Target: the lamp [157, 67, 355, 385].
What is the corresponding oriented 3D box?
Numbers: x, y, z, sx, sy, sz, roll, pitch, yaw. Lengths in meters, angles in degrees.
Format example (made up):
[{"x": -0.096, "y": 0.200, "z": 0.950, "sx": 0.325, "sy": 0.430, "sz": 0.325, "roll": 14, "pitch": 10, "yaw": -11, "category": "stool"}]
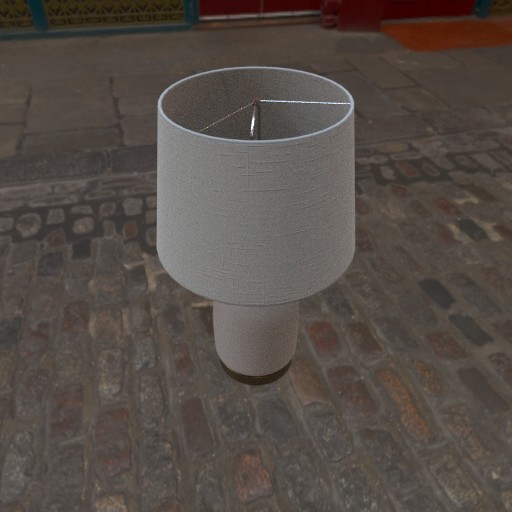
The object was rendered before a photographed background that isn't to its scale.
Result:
[{"x": 0.000, "y": 0.000, "z": 0.672, "sx": 0.285, "sy": 0.483, "sz": 0.285, "roll": 0, "pitch": 40, "yaw": 0, "category": "lamp"}]
